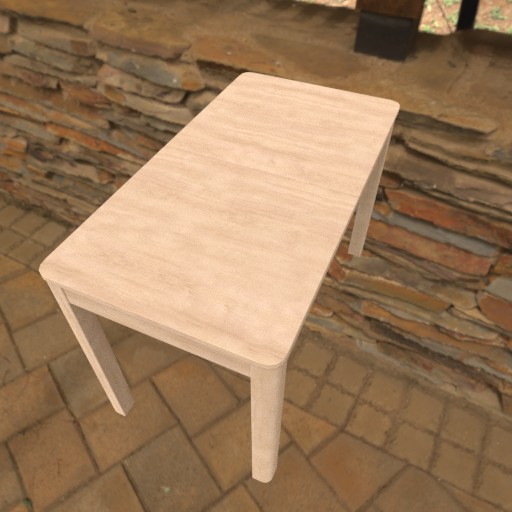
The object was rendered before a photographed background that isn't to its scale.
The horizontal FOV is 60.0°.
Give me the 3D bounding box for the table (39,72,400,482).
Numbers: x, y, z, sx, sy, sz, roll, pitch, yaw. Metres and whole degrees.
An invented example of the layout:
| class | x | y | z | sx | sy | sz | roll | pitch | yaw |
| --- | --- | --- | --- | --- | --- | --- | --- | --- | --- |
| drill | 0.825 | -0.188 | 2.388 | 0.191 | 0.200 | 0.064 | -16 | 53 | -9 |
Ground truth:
| class | x | y | z | sx | sy | sz | roll | pitch | yaw |
| --- | --- | --- | --- | --- | --- | --- | --- | --- | --- |
| table | 0.000 | 0.000 | 1.901 | 0.750 | 0.900 | 1.400 | 18 | 49 | 16 |
